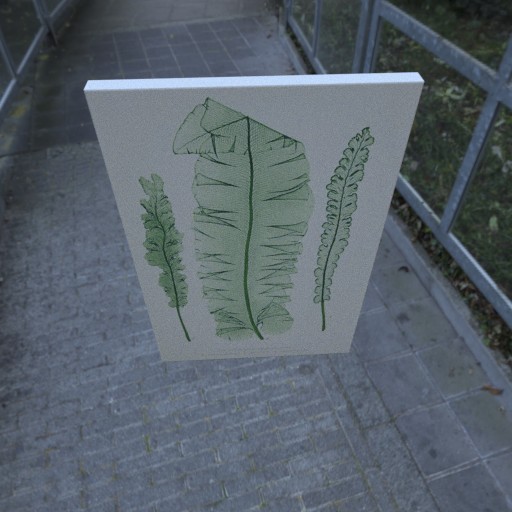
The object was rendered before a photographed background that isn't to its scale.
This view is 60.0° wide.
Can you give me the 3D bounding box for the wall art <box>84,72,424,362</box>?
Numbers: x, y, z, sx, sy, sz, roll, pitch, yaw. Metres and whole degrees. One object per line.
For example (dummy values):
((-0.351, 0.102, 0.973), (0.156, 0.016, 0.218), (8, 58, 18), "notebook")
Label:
((0.000, 0.000, 1.134), (0.610, 0.914, 0.038), (-2, 46, -2), "wall art")
